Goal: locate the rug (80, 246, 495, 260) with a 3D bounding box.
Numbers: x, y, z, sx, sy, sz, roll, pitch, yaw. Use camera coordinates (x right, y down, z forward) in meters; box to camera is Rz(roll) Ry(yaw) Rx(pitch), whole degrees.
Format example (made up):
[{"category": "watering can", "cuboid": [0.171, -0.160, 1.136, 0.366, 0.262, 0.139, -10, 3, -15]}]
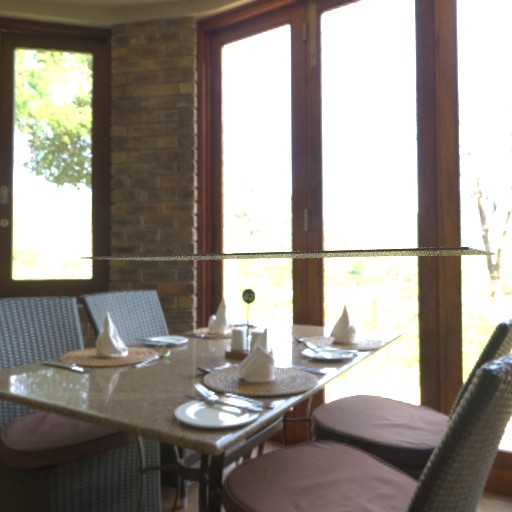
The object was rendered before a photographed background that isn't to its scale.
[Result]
[{"category": "rug", "cuboid": [0.000, 0.000, 1.976, 1.827, 0.012, 0.553, -1, -2, 35]}]
